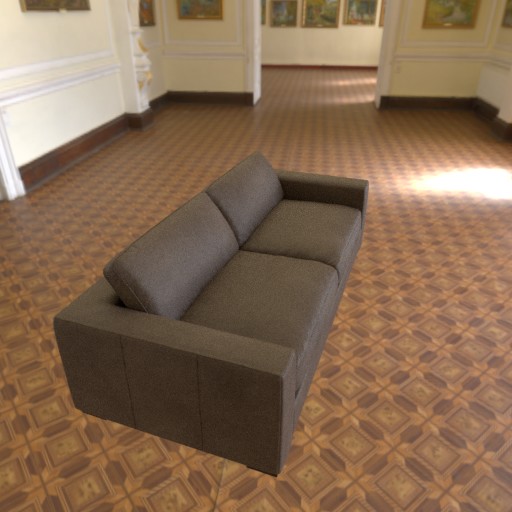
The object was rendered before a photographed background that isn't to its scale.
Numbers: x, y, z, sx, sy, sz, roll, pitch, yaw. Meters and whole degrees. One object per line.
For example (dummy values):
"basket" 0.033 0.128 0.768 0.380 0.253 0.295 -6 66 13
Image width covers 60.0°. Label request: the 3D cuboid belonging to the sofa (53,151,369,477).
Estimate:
"sofa" 0.000 0.000 2.727 1.070 0.801 2.262 10 31 18
